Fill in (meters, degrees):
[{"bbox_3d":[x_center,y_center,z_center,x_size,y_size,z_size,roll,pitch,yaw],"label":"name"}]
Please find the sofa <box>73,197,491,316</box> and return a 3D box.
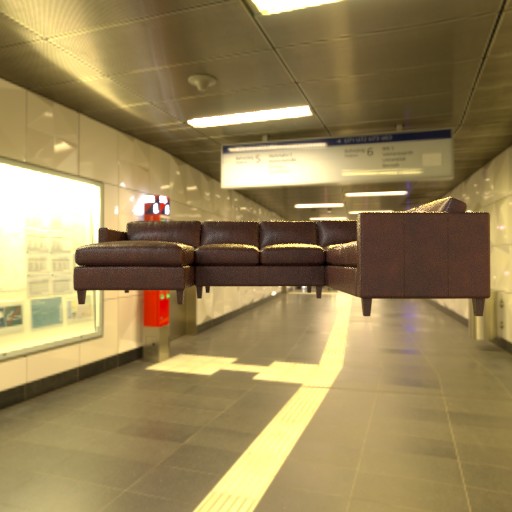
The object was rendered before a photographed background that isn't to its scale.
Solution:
[{"bbox_3d":[0.000,0.000,4.353,3.324,0.891,2.452,0,-1,0],"label":"sofa"}]
